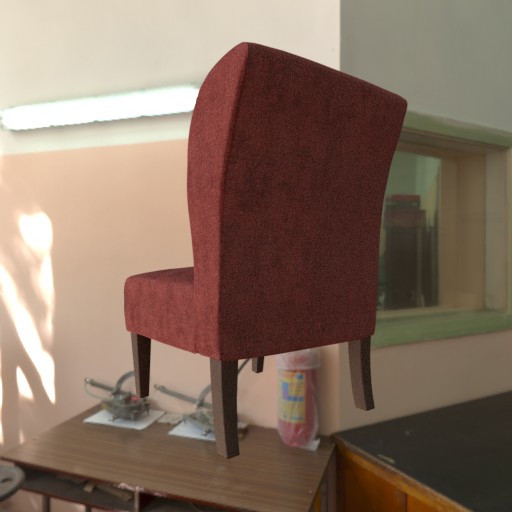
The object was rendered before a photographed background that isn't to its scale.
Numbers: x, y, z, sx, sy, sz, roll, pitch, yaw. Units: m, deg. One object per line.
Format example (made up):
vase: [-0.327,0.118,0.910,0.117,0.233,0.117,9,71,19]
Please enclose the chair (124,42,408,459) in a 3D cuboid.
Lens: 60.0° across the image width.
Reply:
chair: [0.000,0.000,1.242,0.538,0.846,0.640,0,1,-37]
